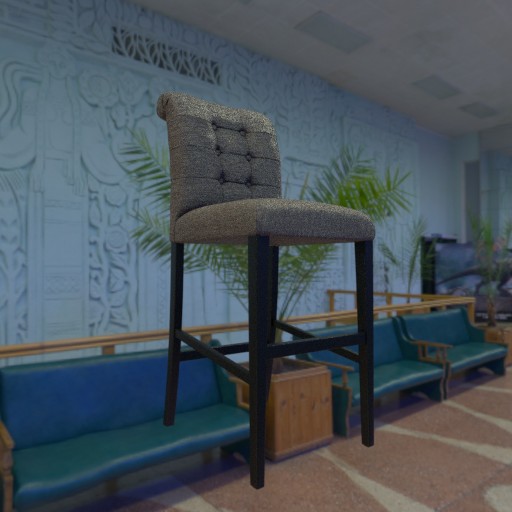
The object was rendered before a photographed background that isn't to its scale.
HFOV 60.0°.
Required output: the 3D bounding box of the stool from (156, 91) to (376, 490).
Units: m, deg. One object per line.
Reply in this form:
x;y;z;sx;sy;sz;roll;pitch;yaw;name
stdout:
0.000;0.000;1.428;0.452;1.131;0.613;1;-1;-37;stool
